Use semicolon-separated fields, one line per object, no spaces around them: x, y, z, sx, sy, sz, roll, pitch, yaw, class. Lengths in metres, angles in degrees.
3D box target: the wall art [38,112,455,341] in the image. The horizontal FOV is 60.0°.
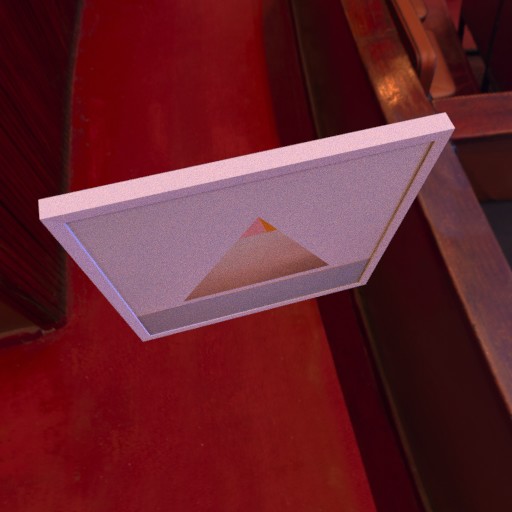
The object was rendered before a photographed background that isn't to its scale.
0.000;0.000;1.144;0.768;0.765;0.041;-14;65;-7;wall art
